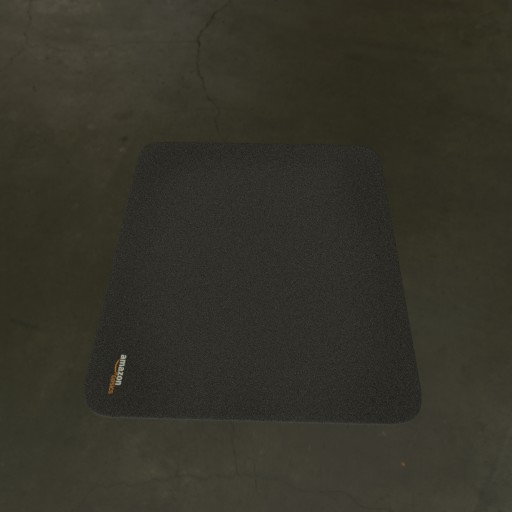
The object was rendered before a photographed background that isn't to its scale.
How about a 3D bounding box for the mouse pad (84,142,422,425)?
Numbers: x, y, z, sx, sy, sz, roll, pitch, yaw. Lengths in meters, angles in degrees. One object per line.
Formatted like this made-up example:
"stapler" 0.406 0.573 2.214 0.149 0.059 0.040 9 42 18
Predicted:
"mouse pad" 0.000 0.000 0.319 0.203 0.003 0.229 1 57 1
